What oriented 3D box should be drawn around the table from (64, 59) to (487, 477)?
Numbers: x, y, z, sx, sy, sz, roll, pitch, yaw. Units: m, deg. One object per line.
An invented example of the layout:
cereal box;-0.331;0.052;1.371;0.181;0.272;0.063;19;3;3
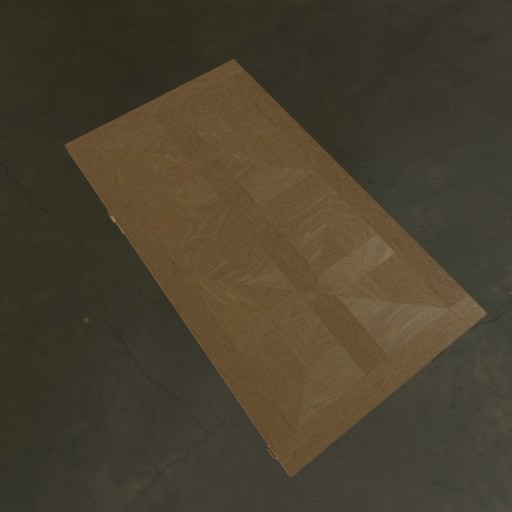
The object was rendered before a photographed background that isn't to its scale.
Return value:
table;0.000;0.000;1.625;0.711;0.507;1.270;-33;69;-15
